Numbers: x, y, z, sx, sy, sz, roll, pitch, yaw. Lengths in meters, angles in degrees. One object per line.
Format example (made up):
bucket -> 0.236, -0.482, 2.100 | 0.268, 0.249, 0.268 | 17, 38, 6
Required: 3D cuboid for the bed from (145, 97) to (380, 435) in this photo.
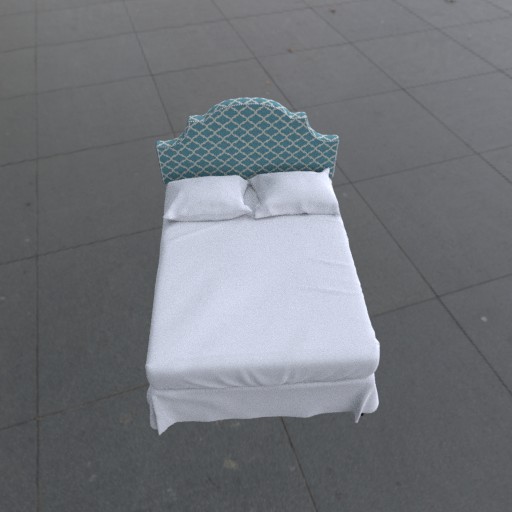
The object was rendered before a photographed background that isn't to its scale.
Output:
bed -> 0.000, 0.000, 3.489 | 1.780, 1.633, 2.222 | -3, 48, -2
